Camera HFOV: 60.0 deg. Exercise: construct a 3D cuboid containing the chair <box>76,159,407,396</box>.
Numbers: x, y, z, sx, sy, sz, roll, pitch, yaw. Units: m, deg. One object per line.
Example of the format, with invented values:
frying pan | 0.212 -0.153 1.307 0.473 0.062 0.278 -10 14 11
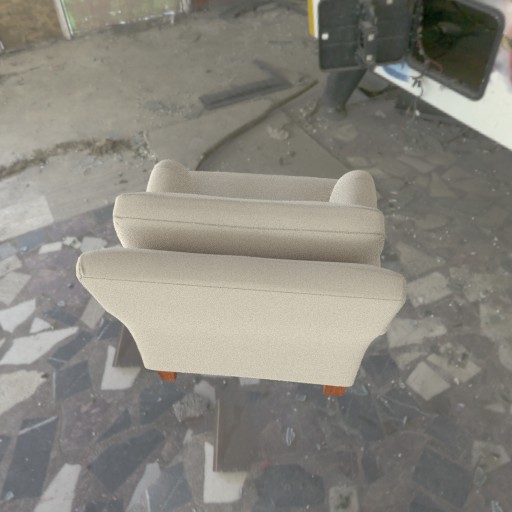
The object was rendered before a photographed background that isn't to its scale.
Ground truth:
chair | 0.000 0.000 1.837 0.955 1.038 1.070 4 48 4
